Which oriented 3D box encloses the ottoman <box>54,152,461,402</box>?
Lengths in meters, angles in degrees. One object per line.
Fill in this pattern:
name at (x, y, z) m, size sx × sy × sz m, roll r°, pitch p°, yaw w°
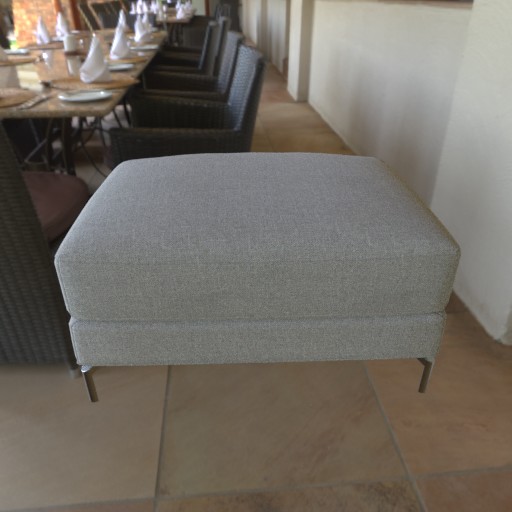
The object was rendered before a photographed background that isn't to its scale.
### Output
ottoman at (0.000, 0.000, 1.180) m, size 0.838 × 0.457 × 0.584 m, roll -1°, pitch 30°, yaw -2°
